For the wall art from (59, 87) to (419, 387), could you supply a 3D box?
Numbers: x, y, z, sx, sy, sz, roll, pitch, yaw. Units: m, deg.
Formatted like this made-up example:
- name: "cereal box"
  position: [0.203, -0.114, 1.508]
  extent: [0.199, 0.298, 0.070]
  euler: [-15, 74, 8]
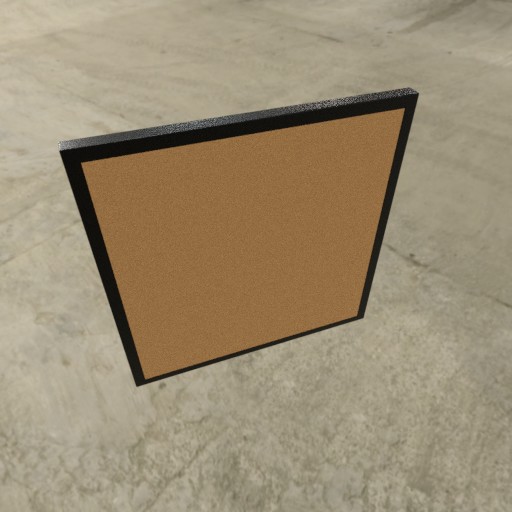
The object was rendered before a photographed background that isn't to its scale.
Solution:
- name: "wall art"
  position: [0.000, 0.000, 1.146]
  extent: [0.755, 0.761, 0.038]
  euler: [-14, 44, -15]
